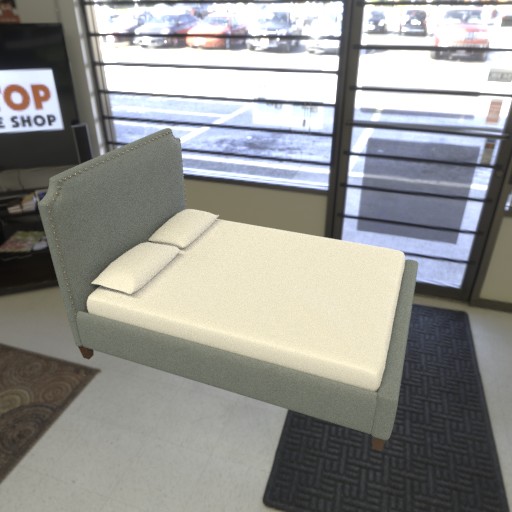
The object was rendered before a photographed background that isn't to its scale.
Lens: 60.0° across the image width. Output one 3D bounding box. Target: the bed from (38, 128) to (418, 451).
[{"bbox_3d":[0.000,0.000,3.406,2.372,1.443,1.712,11,31,19],"label":"bed"}]
